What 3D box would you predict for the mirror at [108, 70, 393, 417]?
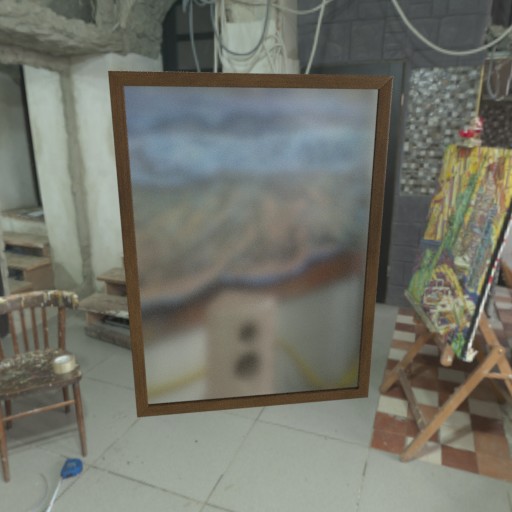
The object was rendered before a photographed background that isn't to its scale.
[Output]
[{"bbox_3d":[0.000,0.000,1.330,0.762,1.016,0.040,-2,16,-8],"label":"mirror"}]
